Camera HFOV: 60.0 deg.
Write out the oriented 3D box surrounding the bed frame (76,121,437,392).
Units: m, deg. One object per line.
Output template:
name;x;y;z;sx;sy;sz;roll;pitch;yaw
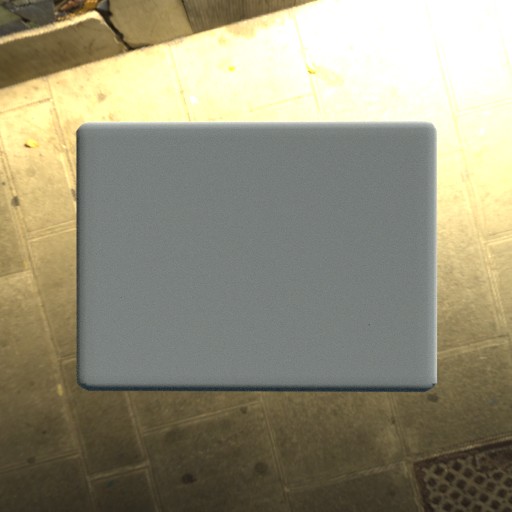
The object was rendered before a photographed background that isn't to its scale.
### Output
bed frame;0.000;0.000;2.804;2.037;0.677;1.528;0;90;1
